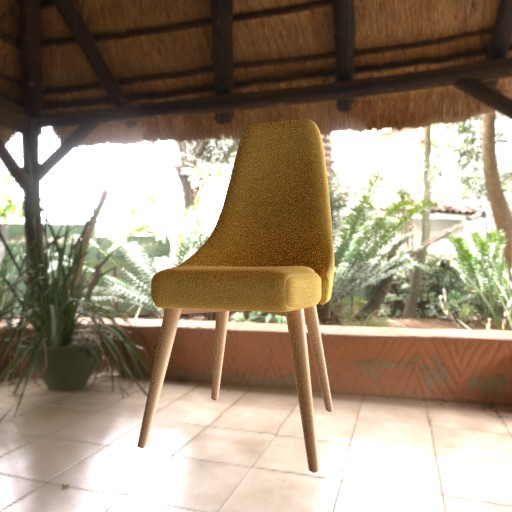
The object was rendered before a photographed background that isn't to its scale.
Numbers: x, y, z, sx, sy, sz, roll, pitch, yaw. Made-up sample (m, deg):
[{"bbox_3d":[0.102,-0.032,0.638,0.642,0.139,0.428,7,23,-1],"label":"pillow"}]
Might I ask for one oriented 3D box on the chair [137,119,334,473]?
[{"bbox_3d":[0.000,0.000,1.401,0.510,1.040,0.660,0,-1,17],"label":"chair"}]
